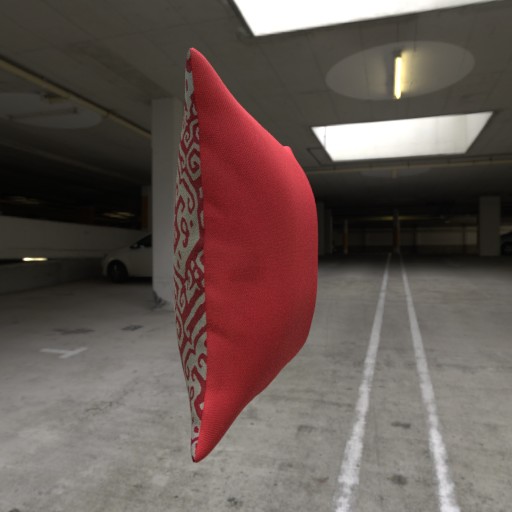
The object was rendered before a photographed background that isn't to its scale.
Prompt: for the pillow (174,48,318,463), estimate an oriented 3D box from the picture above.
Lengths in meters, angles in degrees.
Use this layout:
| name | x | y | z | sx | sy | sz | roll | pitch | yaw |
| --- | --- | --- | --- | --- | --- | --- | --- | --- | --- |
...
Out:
| name | x | y | z | sx | sy | sz | roll | pitch | yaw |
| --- | --- | --- | --- | --- | --- | --- | --- | --- | --- |
| pillow | 0.000 | 0.000 | 0.785 | 0.192 | 0.507 | 0.522 | 0 | 0 | 17 |
